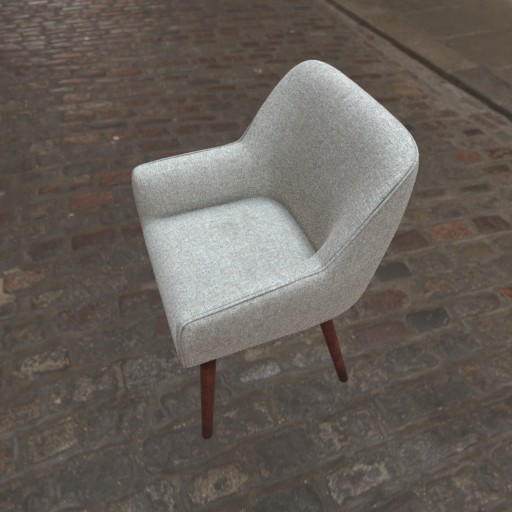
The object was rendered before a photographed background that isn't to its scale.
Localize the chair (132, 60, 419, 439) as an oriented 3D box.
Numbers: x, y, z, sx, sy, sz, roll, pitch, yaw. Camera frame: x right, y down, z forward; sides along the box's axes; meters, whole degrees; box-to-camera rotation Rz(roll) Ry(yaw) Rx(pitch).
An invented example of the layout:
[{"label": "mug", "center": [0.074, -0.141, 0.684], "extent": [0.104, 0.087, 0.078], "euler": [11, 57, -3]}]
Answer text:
[{"label": "chair", "center": [0.000, 0.000, 1.151], "extent": [0.519, 0.803, 0.543], "euler": [-15, 48, -14]}]
